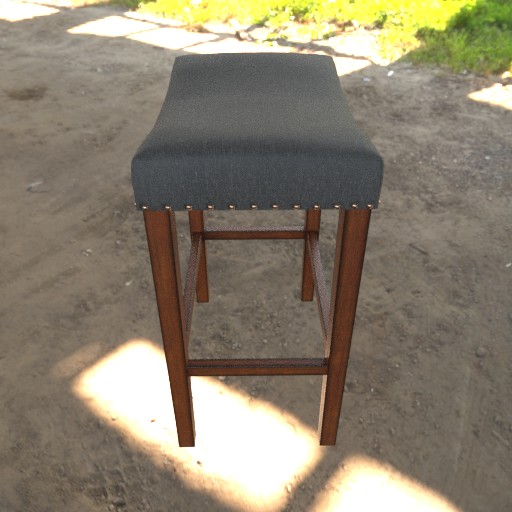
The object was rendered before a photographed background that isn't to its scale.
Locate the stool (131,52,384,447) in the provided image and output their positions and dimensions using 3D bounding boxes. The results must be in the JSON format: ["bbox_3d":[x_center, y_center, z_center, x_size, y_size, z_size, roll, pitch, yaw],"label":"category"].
[{"bbox_3d":[0.000,0.000,0.992,0.366,0.748,0.502,0,40,-1],"label":"stool"}]
